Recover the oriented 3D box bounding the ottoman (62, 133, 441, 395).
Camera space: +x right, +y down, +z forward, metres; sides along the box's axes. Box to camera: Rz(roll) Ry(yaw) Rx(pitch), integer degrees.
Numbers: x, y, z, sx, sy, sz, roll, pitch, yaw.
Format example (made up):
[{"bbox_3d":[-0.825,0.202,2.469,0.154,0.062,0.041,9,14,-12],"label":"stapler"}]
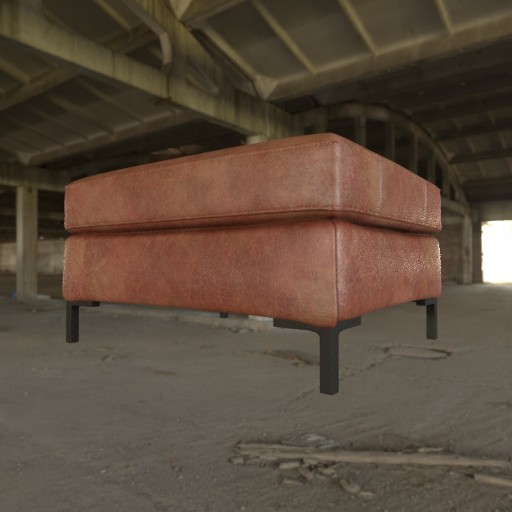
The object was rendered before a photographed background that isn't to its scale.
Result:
[{"bbox_3d":[0.000,0.000,1.752,1.186,0.667,0.965,0,-1,36],"label":"ottoman"}]
